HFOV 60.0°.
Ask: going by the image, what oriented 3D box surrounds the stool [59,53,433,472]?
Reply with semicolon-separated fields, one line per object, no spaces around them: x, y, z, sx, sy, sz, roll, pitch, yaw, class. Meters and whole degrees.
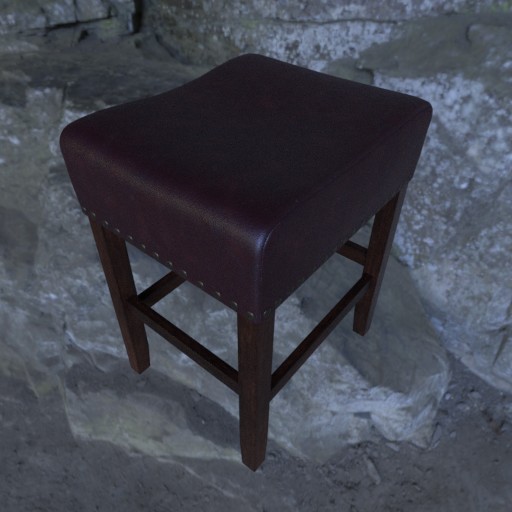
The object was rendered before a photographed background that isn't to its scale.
0.000;0.000;0.884;0.397;0.608;0.465;29;49;28;stool
